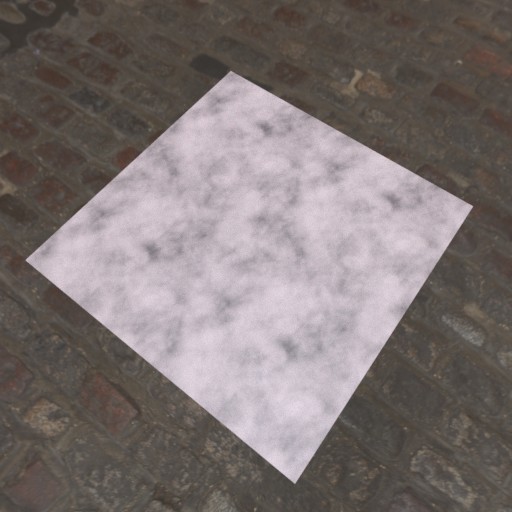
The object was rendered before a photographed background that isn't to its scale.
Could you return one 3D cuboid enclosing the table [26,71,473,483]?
[{"bbox_3d":[0.000,0.000,1.372,0.890,0.305,0.890,34,69,15],"label":"table"}]
